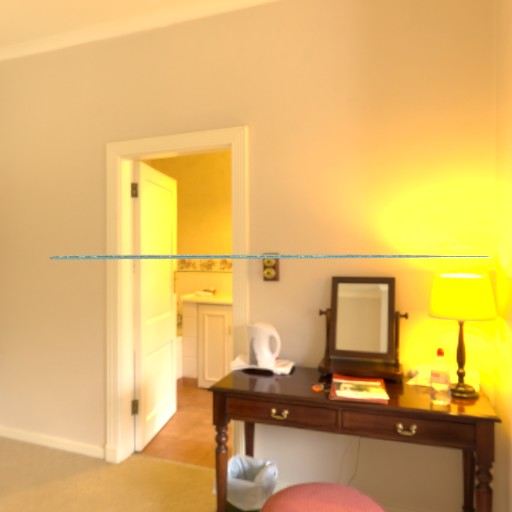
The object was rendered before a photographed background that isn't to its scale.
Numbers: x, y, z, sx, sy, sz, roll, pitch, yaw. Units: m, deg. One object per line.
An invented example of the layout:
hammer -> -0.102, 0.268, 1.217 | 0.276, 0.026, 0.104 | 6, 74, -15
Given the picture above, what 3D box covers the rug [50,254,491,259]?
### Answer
rug -> 0.000, 0.000, 2.830 | 2.205, 0.012, 1.554 | 0, 0, -18
